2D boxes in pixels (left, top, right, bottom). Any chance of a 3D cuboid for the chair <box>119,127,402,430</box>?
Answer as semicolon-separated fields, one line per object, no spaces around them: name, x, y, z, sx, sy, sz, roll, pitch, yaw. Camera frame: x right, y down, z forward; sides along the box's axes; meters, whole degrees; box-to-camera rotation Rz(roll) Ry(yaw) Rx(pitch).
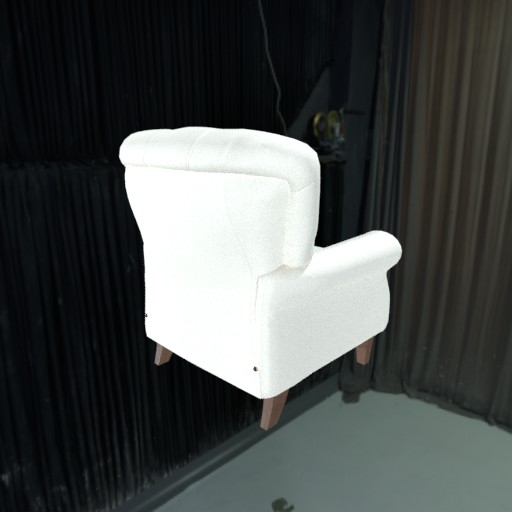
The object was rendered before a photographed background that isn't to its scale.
chair;0.000;0.000;2.121;1.035;1.169;1.132;14;20;42
